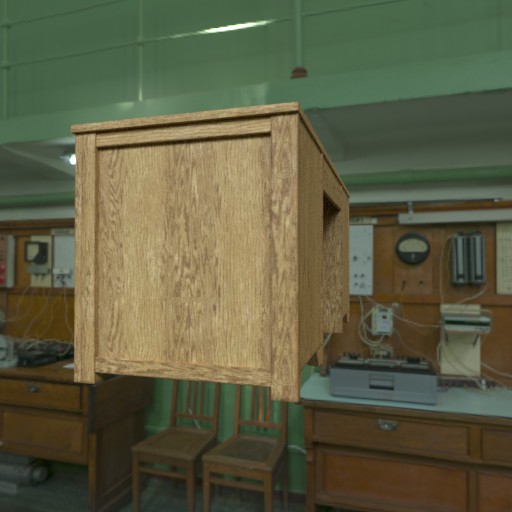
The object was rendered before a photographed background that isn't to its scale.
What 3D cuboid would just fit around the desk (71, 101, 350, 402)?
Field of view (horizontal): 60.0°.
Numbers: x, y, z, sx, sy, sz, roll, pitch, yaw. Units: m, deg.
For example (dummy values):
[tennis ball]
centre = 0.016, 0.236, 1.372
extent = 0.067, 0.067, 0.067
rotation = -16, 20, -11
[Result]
[desk]
centre = 0.000, 0.000, 1.946
extent = 0.685, 0.751, 1.567
rotation = 0, -1, 17
